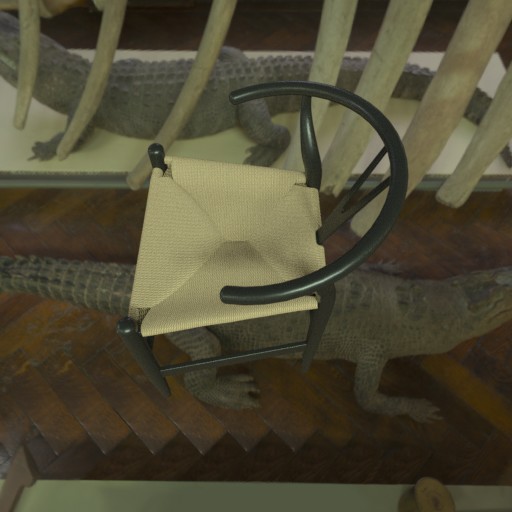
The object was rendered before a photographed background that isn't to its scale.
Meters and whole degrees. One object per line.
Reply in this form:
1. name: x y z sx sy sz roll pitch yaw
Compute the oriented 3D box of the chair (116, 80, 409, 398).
1. chair: 0.000 0.000 1.144 0.570 0.739 0.570 0 57 0
